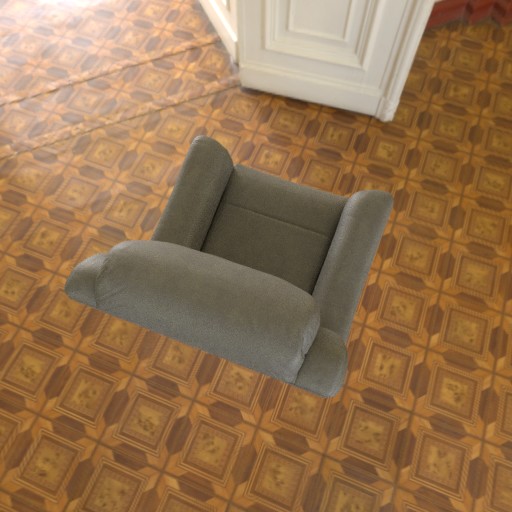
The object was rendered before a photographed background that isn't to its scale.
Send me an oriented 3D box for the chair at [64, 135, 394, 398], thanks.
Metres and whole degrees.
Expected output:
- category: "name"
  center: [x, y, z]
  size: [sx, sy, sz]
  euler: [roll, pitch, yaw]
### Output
- category: "chair"
  center: [0.000, 0.000, 1.886]
  size: [0.965, 1.116, 1.068]
  euler: [19, 66, 9]
